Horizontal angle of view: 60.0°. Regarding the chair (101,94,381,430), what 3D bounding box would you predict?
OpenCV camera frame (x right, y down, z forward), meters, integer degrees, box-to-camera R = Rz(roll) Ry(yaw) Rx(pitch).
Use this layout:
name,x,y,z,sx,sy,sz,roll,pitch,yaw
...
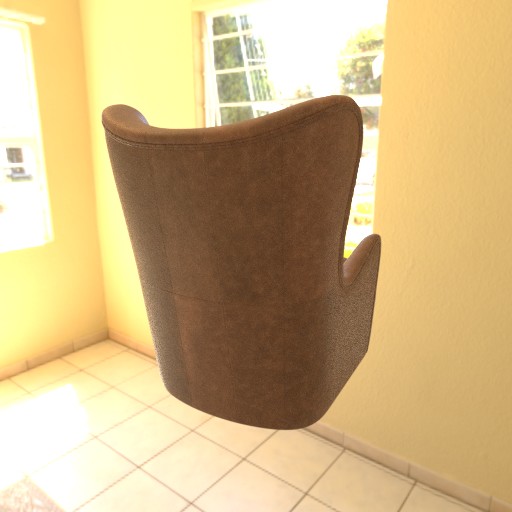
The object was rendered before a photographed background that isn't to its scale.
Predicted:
name,x,y,z,sx,sy,sz,roll,pitch,yaw
chair,0.000,0.000,1.671,0.831,1.079,0.930,8,17,27
